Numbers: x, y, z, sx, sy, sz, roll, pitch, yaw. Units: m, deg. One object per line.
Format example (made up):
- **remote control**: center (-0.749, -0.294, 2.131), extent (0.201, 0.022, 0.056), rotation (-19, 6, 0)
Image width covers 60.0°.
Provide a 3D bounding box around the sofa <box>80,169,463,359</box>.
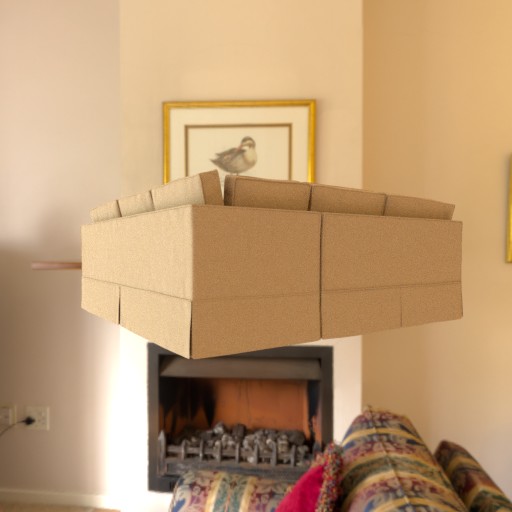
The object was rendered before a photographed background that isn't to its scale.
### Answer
- **sofa**: center (0.000, 0.000, 4.359), extent (2.730, 1.124, 2.733), rotation (-1, 1, -34)
